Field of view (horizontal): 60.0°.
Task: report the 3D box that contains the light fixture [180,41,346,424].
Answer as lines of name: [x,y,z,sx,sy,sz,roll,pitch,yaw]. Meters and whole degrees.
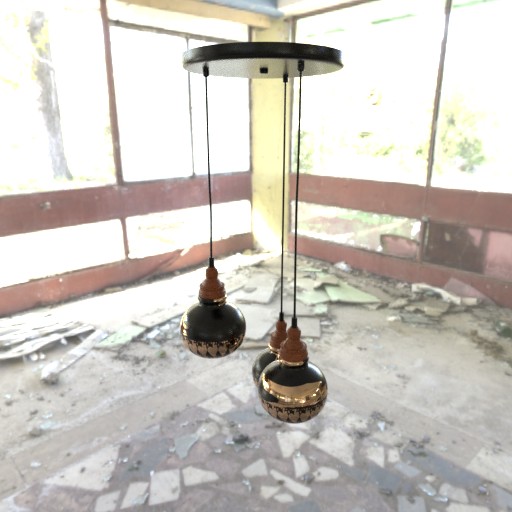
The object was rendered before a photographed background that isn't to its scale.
light fixture: [0.000,0.000,1.703,0.605,1.410,0.608,-2,16,-8]
